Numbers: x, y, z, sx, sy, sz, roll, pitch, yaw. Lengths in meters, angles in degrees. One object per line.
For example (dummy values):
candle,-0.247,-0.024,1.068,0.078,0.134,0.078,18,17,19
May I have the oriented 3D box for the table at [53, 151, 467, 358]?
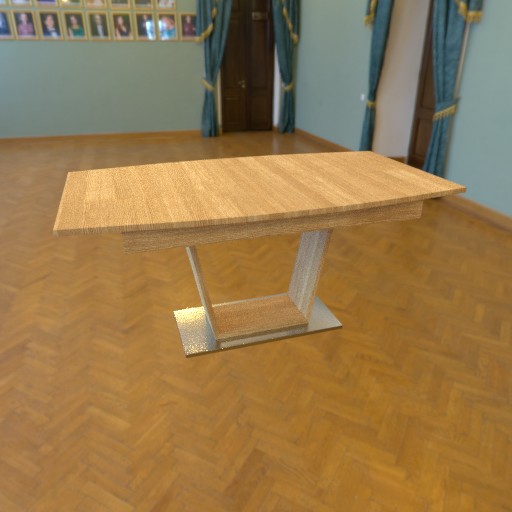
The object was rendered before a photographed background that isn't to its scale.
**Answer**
table,0.000,0.000,2.118,1.598,0.748,0.900,-8,26,-16
